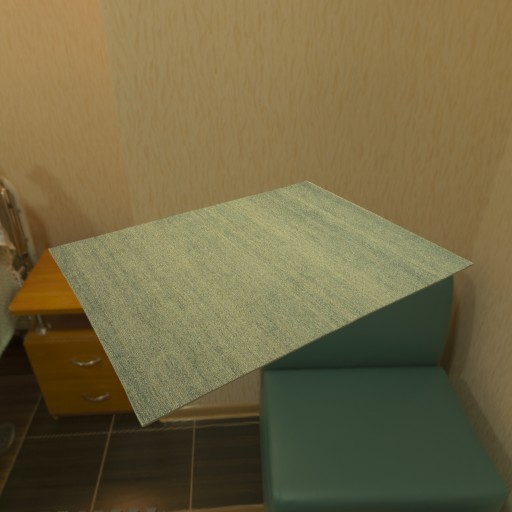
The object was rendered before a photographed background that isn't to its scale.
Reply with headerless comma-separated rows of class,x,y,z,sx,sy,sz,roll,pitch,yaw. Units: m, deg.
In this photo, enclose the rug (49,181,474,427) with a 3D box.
rug,0.000,0.000,4.206,3.237,0.046,2.461,-19,36,-28
